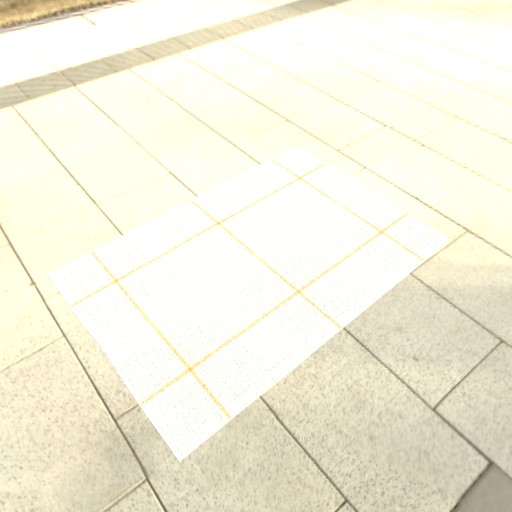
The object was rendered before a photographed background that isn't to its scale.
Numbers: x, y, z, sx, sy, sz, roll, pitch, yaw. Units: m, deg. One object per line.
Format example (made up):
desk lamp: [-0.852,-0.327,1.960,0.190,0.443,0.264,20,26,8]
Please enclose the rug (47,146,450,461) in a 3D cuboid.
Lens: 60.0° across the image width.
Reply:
rug: [0.000,0.000,2.395,1.825,0.015,1.232,-32,55,-26]
